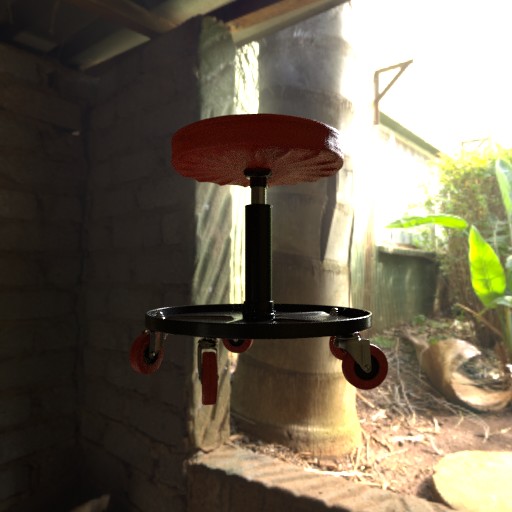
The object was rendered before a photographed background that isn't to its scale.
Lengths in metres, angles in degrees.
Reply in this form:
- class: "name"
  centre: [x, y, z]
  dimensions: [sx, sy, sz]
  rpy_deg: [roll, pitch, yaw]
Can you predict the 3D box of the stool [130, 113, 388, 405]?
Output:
- class: "stool"
  centre: [0.000, 0.000, 0.695]
  dimensions: [0.381, 0.365, 0.382]
  rpy_deg: [0, -2, 0]
